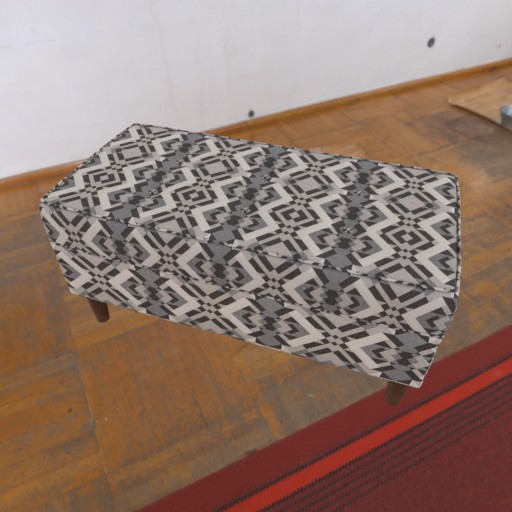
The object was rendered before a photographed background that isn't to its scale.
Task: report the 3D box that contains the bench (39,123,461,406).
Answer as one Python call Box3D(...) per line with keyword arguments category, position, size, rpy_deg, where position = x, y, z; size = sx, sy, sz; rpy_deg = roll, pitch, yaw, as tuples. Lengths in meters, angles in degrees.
Box3D(category="bench", position=(0.000, 0.000, 1.295), size=(1.016, 0.477, 0.492), rpy_deg=(13, 43, 14))
